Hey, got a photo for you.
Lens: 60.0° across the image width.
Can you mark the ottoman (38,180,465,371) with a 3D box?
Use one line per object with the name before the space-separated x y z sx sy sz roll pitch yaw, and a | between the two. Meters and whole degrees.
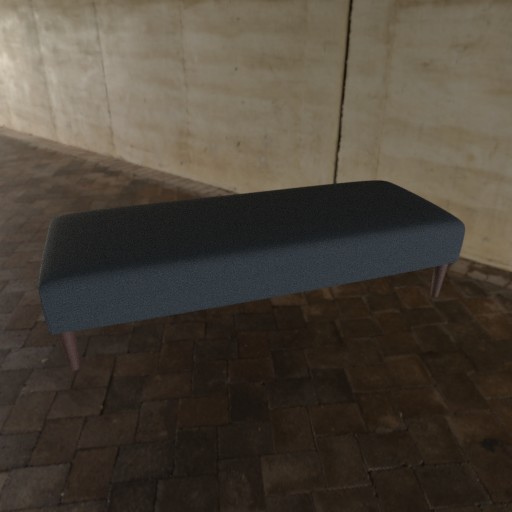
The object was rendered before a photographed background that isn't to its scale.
ottoman | 0.000 0.000 1.896 1.609 0.393 0.646 -9 29 -16
